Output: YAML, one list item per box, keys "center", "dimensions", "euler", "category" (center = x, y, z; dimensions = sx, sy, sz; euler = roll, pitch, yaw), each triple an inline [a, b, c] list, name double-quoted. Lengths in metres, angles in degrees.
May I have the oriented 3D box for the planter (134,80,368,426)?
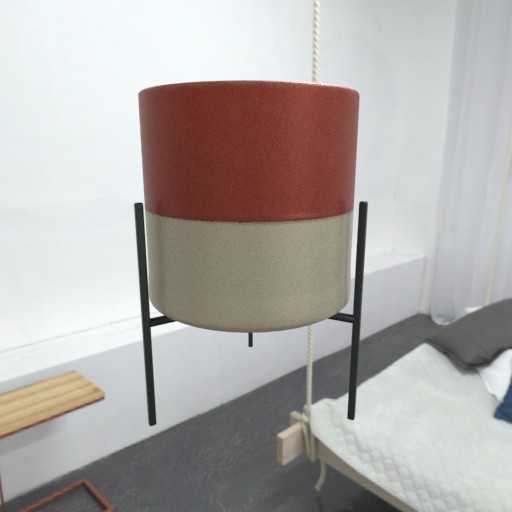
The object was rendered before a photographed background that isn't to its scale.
- center: [0.000, 0.000, 0.516]
  dimensions: [0.251, 0.354, 0.235]
  euler: [7, 16, 27]
  category: "planter"
